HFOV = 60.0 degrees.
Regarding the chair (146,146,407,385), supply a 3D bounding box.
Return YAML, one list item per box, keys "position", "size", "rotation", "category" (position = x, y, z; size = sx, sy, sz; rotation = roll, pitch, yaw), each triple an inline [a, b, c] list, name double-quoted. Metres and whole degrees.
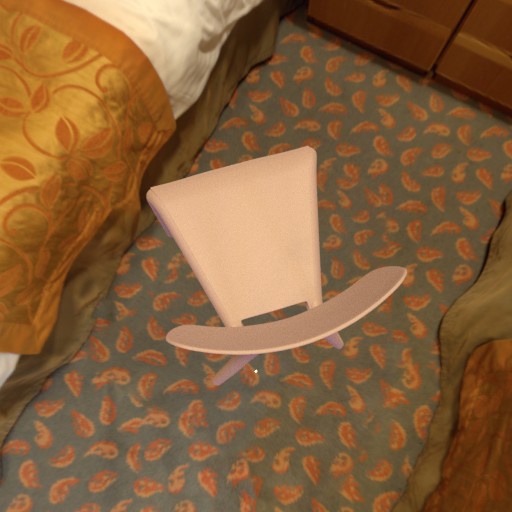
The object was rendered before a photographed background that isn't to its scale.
- position: [0.000, 0.000, 0.804]
  size: [0.356, 0.580, 0.401]
  rotation: [-16, 76, -4]
  category: "chair"
